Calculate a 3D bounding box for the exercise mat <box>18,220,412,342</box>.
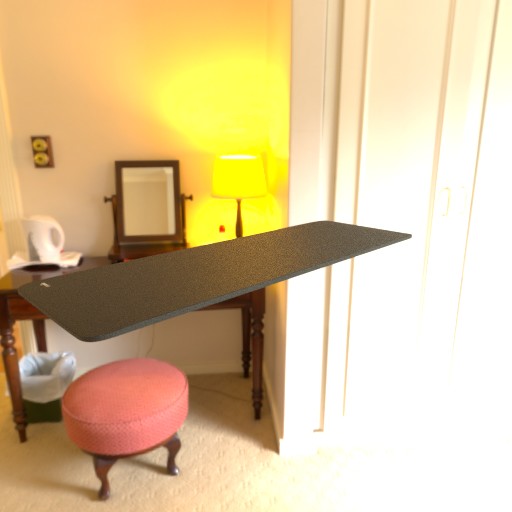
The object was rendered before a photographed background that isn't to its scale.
[{"bbox_3d":[0.000,0.000,2.018,1.869,0.021,0.616,-15,21,-43],"label":"exercise mat"}]
